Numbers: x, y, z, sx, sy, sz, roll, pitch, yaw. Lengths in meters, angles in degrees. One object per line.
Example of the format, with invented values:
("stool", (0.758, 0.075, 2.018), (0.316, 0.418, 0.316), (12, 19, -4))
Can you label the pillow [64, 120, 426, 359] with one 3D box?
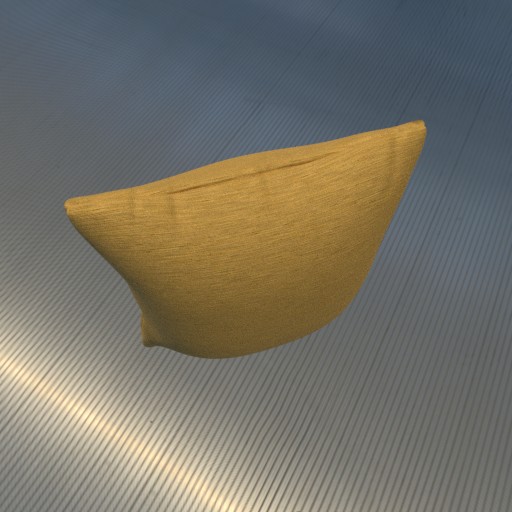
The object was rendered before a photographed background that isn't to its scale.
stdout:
("pillow", (0.000, 0.000, 0.676), (0.435, 0.417, 0.247), (-15, 60, -9))
